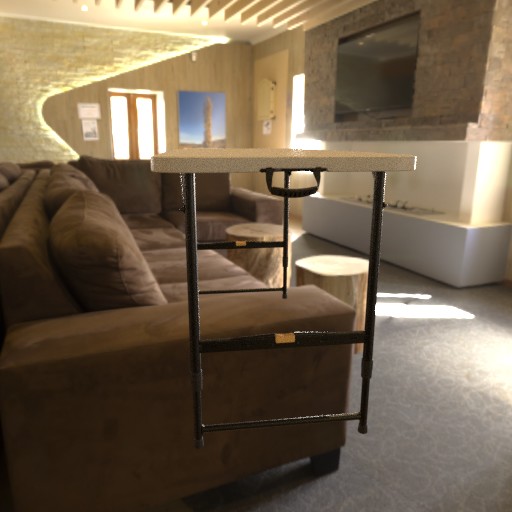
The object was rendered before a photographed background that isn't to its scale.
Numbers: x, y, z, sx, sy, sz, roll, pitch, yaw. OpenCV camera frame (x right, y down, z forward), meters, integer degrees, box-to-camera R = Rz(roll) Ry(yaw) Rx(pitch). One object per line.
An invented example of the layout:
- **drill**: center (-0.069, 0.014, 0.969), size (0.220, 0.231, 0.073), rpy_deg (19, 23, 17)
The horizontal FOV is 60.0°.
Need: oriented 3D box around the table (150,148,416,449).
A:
- **table**: center (0.000, 0.000, 1.597), size (0.611, 0.737, 1.245), rpy_deg (-2, 14, -8)
